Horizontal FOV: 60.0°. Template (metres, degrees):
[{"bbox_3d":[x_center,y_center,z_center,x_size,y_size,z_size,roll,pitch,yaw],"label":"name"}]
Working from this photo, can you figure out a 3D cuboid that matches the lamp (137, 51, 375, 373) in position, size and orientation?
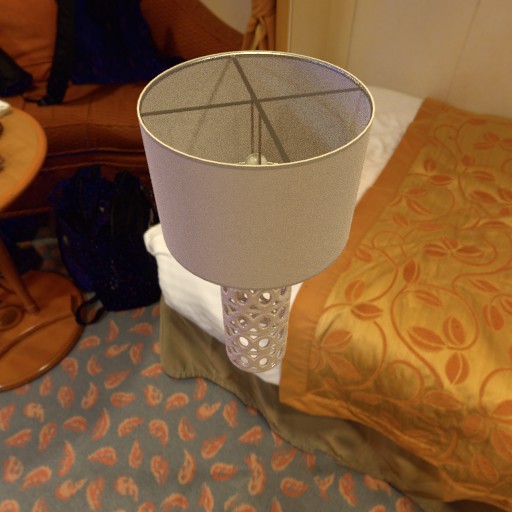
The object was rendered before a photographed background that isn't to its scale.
[{"bbox_3d":[0.000,0.000,0.846,0.324,0.636,0.325,-10,47,-10],"label":"lamp"}]
